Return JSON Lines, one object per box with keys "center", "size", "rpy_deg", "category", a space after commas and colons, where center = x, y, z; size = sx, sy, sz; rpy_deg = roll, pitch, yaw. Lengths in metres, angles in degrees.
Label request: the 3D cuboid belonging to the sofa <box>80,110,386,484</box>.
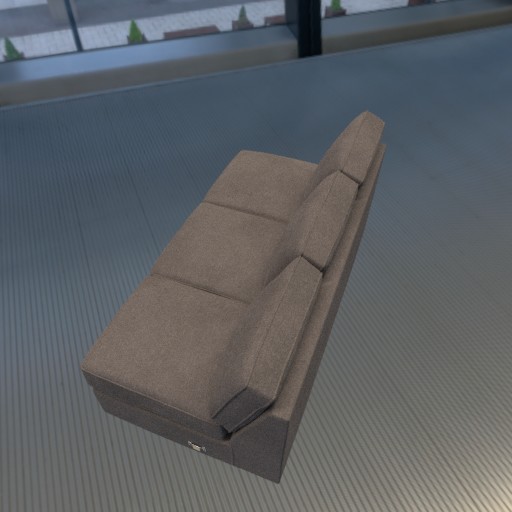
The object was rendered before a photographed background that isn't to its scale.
{"center": [0.000, 0.000, 2.520], "size": [1.027, 0.973, 1.962], "rpy_deg": [16, 49, 15], "category": "sofa"}
